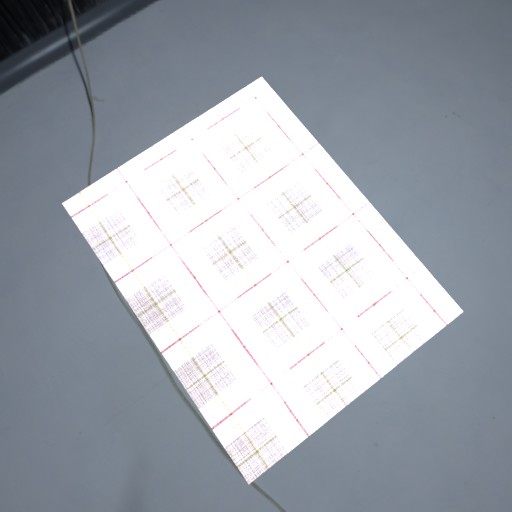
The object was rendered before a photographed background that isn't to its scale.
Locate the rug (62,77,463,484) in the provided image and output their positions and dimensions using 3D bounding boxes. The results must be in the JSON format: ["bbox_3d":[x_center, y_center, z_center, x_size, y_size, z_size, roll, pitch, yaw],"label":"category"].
[{"bbox_3d":[0.000,0.000,4.006,2.317,0.016,2.959,-35,78,-9],"label":"rug"}]
